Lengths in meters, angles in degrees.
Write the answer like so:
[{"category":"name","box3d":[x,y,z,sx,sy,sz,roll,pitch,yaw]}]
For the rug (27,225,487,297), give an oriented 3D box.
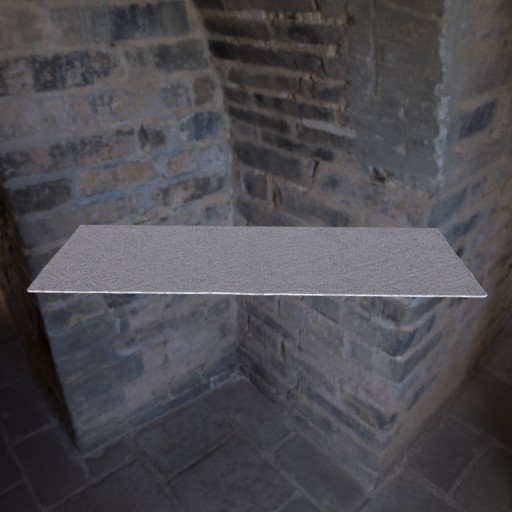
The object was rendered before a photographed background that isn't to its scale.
[{"category":"rug","box3d":[0.000,0.000,2.672,2.436,0.013,0.807,1,30,1]}]
